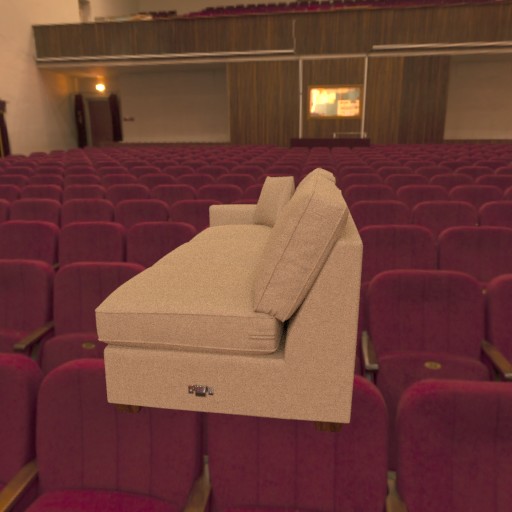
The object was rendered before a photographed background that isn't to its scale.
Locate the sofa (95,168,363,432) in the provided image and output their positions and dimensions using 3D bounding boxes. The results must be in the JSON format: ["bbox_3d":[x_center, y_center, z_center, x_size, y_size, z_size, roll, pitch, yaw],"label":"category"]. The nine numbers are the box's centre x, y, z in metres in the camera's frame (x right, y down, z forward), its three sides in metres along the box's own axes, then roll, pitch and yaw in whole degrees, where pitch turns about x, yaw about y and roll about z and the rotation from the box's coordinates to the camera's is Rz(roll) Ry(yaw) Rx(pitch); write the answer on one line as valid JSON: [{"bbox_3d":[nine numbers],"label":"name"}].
[{"bbox_3d":[0.000,0.000,2.583,1.034,0.946,1.962,2,14,8],"label":"sofa"}]
